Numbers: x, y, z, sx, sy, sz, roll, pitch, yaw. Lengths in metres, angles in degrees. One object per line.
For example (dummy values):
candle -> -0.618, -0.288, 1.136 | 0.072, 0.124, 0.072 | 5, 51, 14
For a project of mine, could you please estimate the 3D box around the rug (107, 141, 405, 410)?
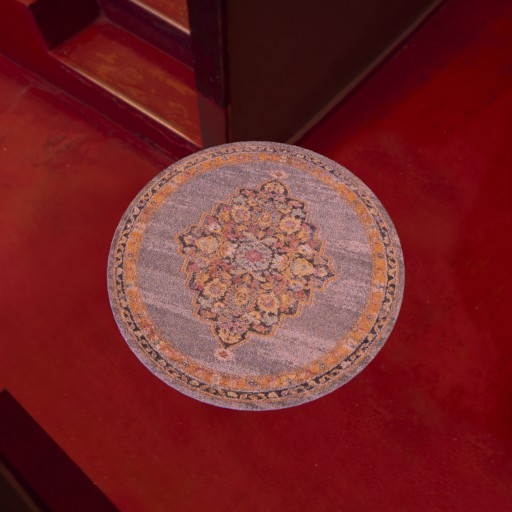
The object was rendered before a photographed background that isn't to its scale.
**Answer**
rug -> 0.000, 0.000, 3.586 | 2.382, 0.014, 2.382 | 0, 63, 0
